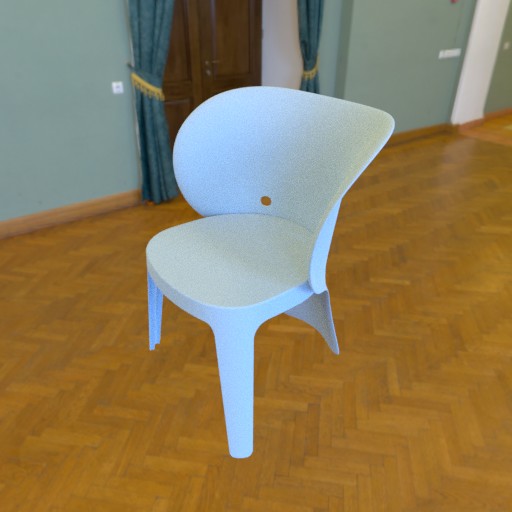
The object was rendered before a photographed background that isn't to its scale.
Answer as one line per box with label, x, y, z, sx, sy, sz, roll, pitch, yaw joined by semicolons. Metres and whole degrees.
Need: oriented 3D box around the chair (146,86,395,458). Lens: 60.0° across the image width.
chair;0.000;0.000;0.868;0.402;0.554;0.451;-21;37;-31
